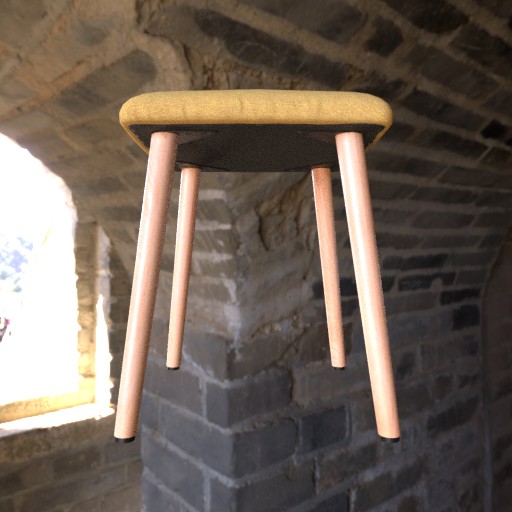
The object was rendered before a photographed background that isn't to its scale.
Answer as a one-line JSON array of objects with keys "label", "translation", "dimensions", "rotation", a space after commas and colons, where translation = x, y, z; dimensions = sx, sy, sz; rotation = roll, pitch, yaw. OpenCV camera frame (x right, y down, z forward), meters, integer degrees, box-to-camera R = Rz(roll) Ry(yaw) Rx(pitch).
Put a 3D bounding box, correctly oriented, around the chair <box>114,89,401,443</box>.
[{"label": "chair", "translation": [0.000, 0.000, 0.691], "dimensions": [0.350, 0.440, 0.350], "rotation": [0, 1, 0]}]
